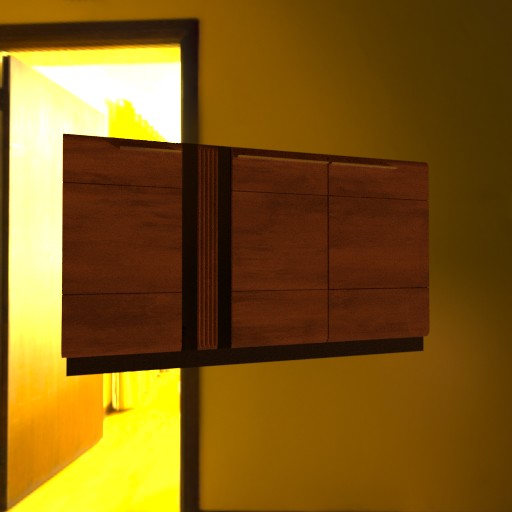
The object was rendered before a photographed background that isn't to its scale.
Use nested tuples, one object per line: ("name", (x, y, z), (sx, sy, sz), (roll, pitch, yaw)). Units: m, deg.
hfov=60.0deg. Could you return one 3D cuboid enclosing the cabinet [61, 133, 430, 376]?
("cabinet", (0.000, 0.000, 2.031), (1.600, 0.900, 0.420), (0, -1, -17))
